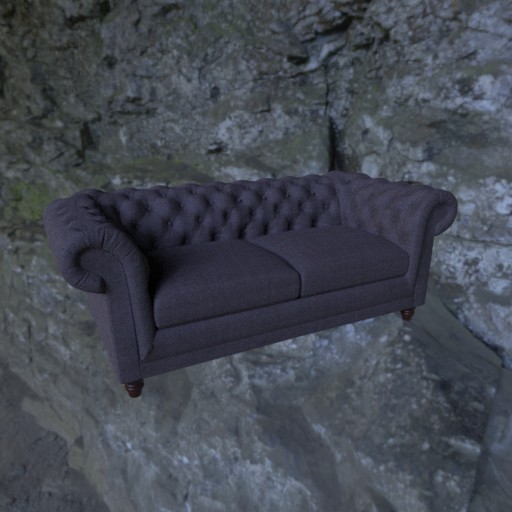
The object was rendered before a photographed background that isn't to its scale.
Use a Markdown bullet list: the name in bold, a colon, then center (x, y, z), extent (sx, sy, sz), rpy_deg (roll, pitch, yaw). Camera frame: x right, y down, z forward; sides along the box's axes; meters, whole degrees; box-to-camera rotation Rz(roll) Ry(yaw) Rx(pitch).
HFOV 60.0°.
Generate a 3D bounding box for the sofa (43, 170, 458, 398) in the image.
- **sofa**: center (0.000, 0.000, 2.452), extent (2.048, 0.780, 0.944), rpy_deg (-9, 20, -26)
